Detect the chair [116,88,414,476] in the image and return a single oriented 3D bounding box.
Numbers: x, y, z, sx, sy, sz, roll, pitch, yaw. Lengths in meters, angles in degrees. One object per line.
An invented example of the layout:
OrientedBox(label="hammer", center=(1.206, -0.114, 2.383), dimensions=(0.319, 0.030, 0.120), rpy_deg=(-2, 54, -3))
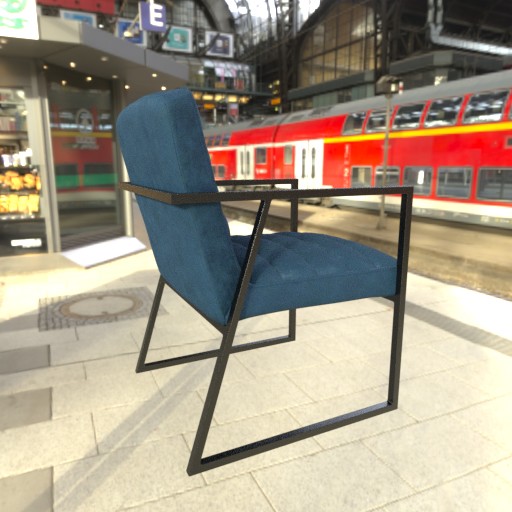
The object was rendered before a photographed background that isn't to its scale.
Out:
OrientedBox(label="chair", center=(0.000, 0.000, 1.279), dimensions=(0.677, 0.833, 0.571), rpy_deg=(-6, 13, -26))
